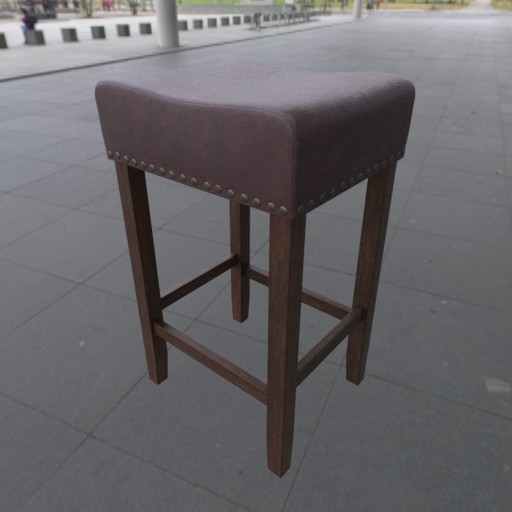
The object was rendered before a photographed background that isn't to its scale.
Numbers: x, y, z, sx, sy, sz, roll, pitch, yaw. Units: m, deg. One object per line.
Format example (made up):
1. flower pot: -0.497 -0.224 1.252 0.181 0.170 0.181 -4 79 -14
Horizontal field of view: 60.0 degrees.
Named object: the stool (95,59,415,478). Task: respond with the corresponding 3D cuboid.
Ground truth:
1. stool: 0.000 0.000 1.006 0.465 0.769 0.401 22 37 33
